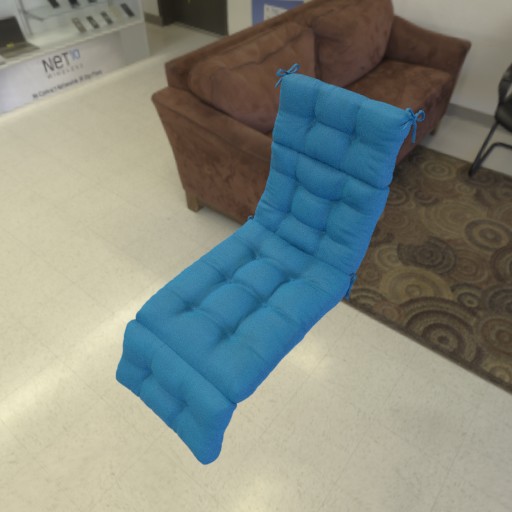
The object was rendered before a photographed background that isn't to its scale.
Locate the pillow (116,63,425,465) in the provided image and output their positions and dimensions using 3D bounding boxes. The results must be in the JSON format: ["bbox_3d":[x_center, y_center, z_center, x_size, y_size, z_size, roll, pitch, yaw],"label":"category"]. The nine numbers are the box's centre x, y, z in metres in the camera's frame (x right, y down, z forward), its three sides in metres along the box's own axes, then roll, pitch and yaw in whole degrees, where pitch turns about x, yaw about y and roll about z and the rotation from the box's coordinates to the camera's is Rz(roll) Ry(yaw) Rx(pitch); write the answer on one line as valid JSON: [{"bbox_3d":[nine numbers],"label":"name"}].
[{"bbox_3d":[0.000,0.000,1.473,0.526,0.863,1.016,32,53,27],"label":"pillow"}]
